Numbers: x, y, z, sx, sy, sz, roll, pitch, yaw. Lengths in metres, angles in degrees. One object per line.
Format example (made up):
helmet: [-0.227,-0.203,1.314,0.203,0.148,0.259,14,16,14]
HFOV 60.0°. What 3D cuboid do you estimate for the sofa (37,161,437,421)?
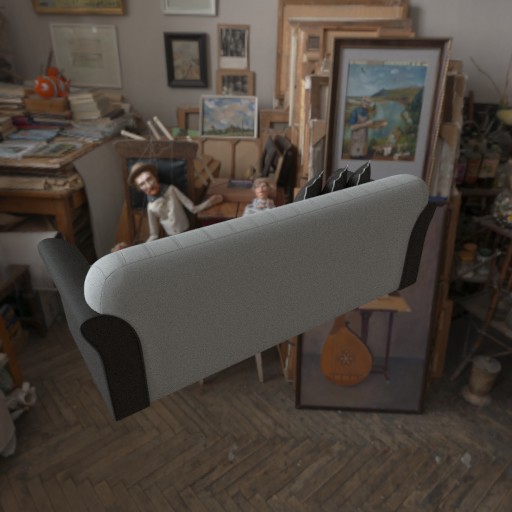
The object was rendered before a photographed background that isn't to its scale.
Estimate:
sofa: [0.000,0.000,2.410,2.001,0.787,0.755,-18,34,-29]
